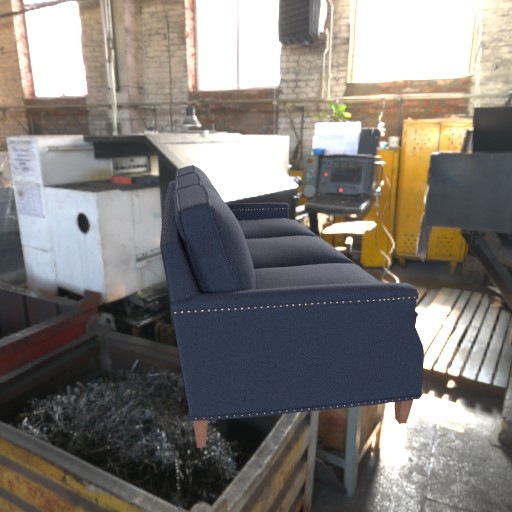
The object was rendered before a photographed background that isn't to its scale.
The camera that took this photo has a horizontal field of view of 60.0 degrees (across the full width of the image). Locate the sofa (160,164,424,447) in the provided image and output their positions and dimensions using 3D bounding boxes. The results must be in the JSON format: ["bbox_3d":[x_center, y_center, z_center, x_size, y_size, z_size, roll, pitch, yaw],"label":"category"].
[{"bbox_3d":[0.000,0.000,2.763,1.084,1.003,2.246,-3,16,-9],"label":"sofa"}]
